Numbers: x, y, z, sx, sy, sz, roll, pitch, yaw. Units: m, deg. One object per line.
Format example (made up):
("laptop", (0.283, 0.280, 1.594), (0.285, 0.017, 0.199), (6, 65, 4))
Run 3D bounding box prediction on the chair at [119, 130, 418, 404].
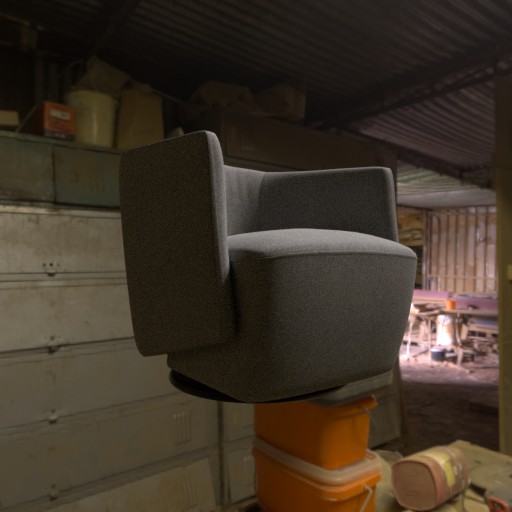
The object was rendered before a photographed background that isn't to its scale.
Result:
("chair", (0.000, 0.000, 1.605), (0.822, 0.861, 0.986), (1, -1, -37))
